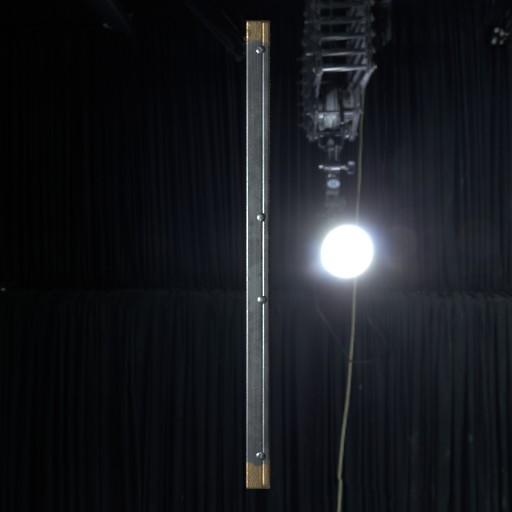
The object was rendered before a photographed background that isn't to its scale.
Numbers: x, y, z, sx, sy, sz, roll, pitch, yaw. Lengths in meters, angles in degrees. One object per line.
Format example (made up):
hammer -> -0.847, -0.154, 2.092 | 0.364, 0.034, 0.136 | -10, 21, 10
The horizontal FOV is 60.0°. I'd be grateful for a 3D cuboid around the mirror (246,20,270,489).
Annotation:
mirror -> 0.000, 0.000, 0.551 | 0.020, 0.381, 0.382 | 0, -1, -1
